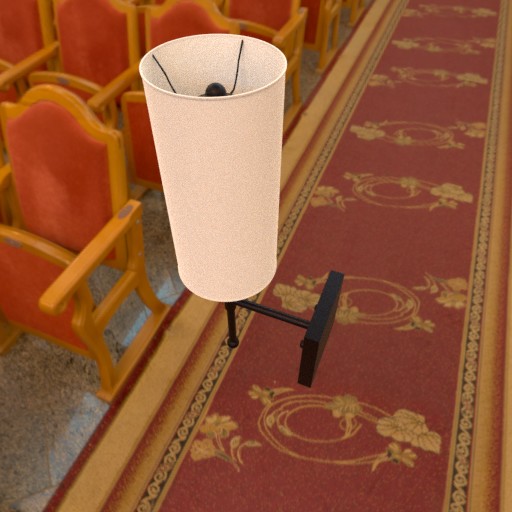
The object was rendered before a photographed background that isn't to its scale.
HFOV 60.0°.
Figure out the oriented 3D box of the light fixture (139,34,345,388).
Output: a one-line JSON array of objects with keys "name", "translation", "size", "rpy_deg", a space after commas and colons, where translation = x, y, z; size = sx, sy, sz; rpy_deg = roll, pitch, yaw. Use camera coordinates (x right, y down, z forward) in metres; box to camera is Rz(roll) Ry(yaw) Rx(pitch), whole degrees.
[{"name": "light fixture", "translation": [0.000, 0.000, 0.545], "size": [0.208, 0.462, 0.128], "rpy_deg": [17, 49, 15]}]
